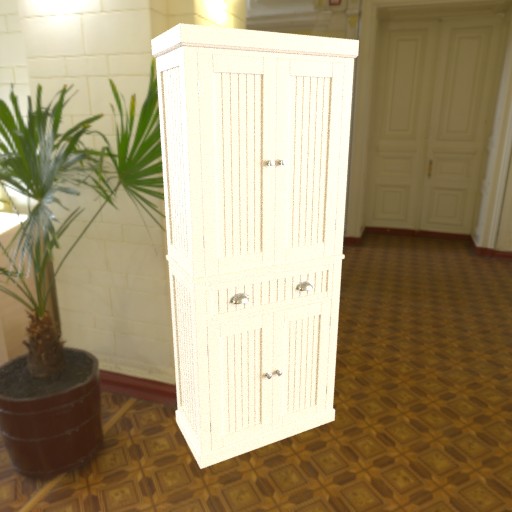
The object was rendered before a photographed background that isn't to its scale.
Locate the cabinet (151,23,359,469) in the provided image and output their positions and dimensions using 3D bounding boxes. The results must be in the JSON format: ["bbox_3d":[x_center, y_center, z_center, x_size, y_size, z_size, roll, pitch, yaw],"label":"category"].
[{"bbox_3d":[0.000,0.000,2.064,0.754,1.829,0.390,-9,19,-26],"label":"cabinet"}]
